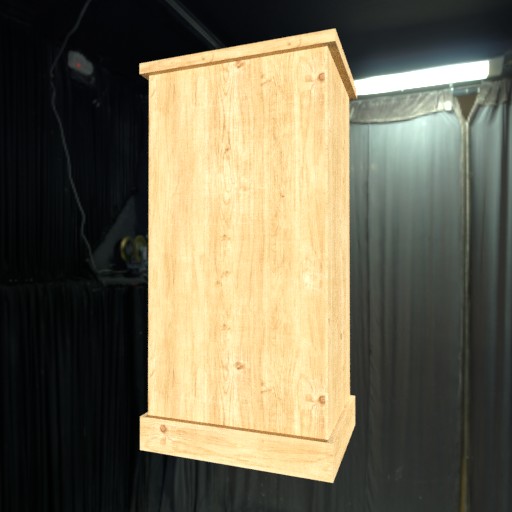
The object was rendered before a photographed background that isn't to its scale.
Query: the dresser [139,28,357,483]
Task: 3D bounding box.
[{"bbox_3d":[0.000,0.000,1.288,0.531,1.041,0.390,0,-1,20],"label":"dresser"}]
